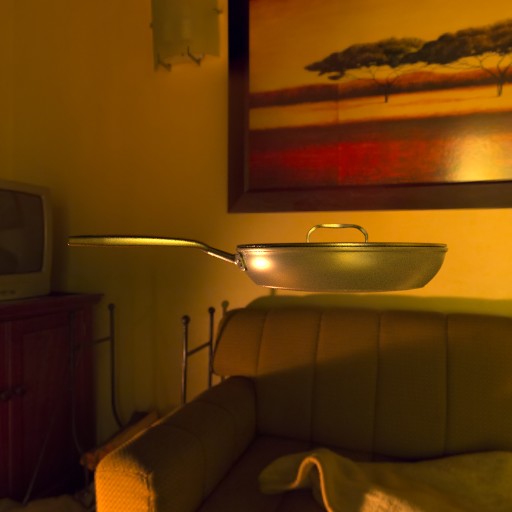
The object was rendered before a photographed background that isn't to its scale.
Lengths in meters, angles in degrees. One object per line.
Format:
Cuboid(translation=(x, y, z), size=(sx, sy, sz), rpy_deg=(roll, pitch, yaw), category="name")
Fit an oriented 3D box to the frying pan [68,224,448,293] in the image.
Cuboid(translation=(0.000, 0.000, 0.592), size=(0.490, 0.086, 0.272), rpy_deg=(0, 0, 0), category="frying pan")
